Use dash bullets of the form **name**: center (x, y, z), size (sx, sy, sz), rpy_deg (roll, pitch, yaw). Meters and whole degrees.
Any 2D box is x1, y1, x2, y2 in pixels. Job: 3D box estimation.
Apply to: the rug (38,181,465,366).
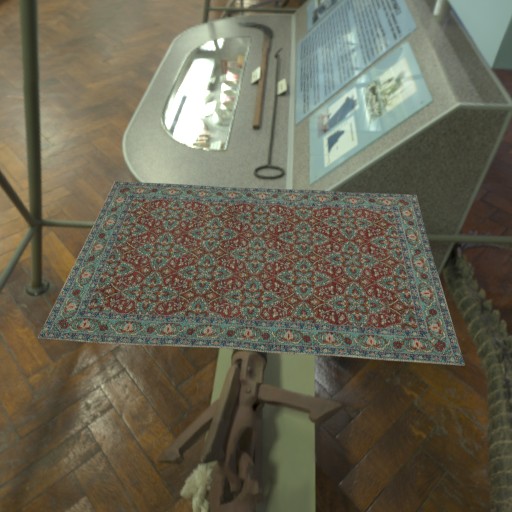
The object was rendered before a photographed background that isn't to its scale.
- **rug**: center (0.000, 0.000, 3.048), size (2.439, 0.011, 1.533), rpy_deg (3, 46, 3)
